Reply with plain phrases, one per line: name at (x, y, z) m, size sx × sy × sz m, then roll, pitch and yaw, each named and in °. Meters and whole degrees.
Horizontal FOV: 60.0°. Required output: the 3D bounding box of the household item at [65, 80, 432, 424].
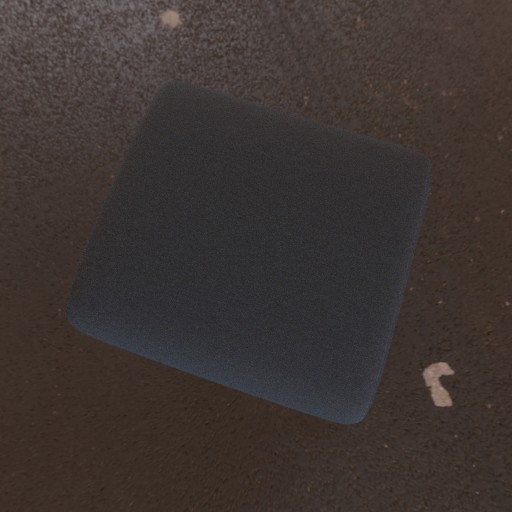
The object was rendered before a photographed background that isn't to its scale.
household item at (0.000, 0.000, 0.900) m, size 0.530 × 0.420 × 0.530 m, roll 18°, pitch 76°, yaw 5°
